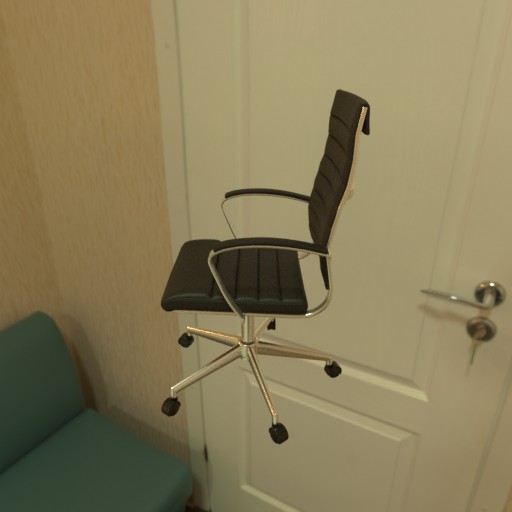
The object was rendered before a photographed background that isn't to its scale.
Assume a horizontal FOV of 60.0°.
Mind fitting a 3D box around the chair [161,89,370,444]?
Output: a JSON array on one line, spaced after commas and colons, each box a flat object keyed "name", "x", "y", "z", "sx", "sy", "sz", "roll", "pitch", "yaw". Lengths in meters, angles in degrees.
[{"name": "chair", "x": 0.000, "y": 0.000, "z": 1.677, "sx": 0.739, "sy": 1.149, "sz": 0.766, "roll": 0, "pitch": 25, "yaw": 0}]
